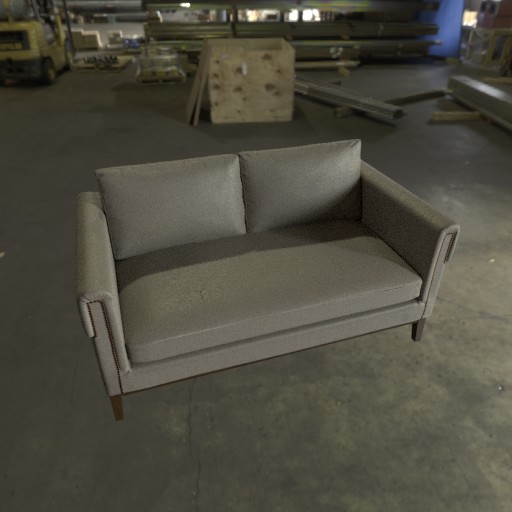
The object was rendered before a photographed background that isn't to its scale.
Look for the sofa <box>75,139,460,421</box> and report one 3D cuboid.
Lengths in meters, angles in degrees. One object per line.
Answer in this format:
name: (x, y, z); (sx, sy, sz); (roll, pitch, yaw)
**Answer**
sofa: (0.000, 0.000, 2.174); (1.598, 0.873, 0.899); (-10, 34, -16)
